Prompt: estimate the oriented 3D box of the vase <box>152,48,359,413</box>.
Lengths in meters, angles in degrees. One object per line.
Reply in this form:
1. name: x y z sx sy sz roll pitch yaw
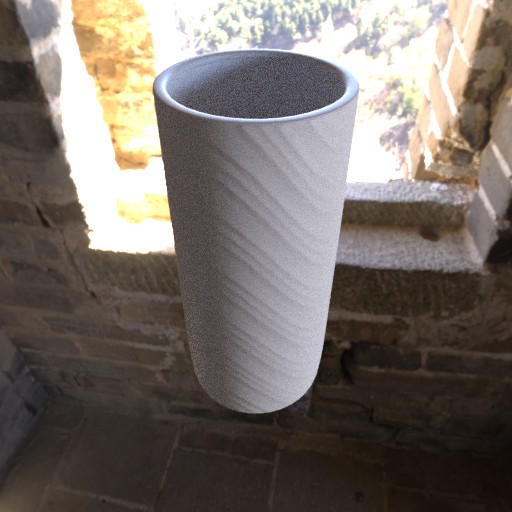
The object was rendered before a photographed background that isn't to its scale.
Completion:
1. vase: 0.000 0.000 0.401 0.143 0.316 0.143 0 41 0
